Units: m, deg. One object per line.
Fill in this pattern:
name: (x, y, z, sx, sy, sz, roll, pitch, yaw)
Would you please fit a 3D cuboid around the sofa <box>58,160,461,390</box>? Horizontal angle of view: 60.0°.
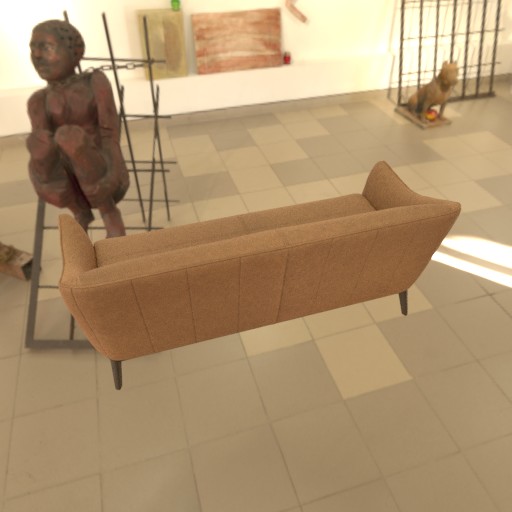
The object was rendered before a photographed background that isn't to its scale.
sofa: (0.000, 0.000, 2.377, 1.928, 0.830, 0.869, -12, 42, -13)
